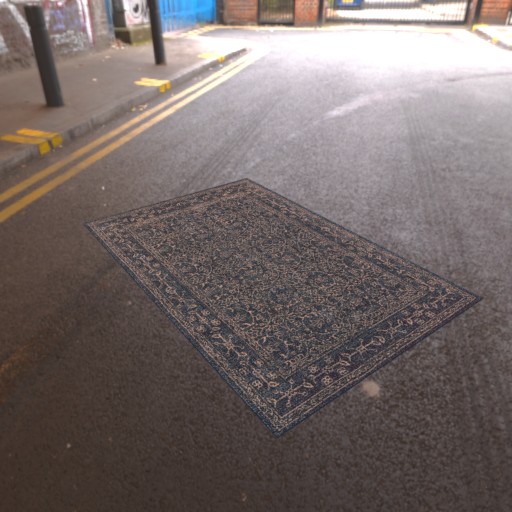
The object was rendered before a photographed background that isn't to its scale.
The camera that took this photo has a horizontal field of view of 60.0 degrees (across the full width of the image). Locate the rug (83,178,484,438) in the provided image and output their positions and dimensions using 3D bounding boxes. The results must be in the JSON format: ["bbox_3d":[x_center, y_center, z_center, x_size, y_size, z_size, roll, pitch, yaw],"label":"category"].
[{"bbox_3d":[0.000,0.000,2.311,1.200,0.005,1.819,-21,38,-31],"label":"rug"}]
